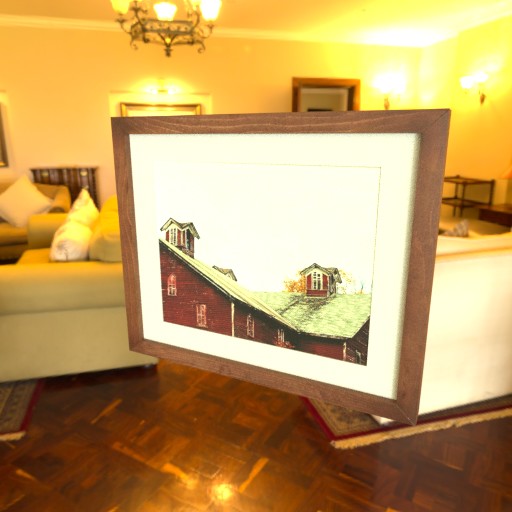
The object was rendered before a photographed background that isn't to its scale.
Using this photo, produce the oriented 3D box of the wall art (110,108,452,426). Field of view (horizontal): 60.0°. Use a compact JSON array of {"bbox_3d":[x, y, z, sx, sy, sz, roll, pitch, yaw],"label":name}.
[{"bbox_3d":[0.000,0.000,0.537,0.401,0.328,0.030,7,17,25],"label":"wall art"}]
